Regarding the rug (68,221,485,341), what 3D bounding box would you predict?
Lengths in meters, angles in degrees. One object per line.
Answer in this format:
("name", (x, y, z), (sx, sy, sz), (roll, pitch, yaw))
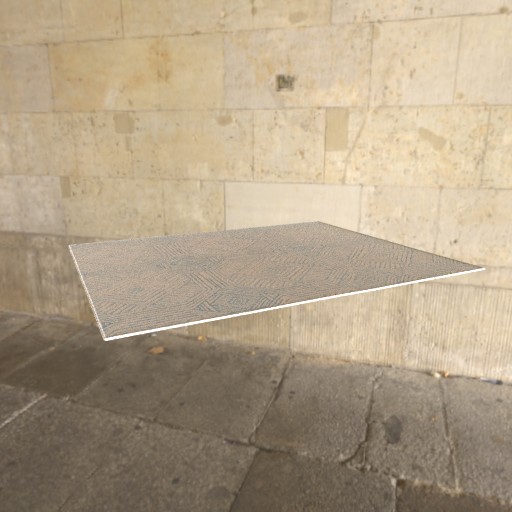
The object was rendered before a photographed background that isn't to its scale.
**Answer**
("rug", (0.000, 0.000, 4.103), (3.049, 0.015, 2.457), (-7, 16, -26))
